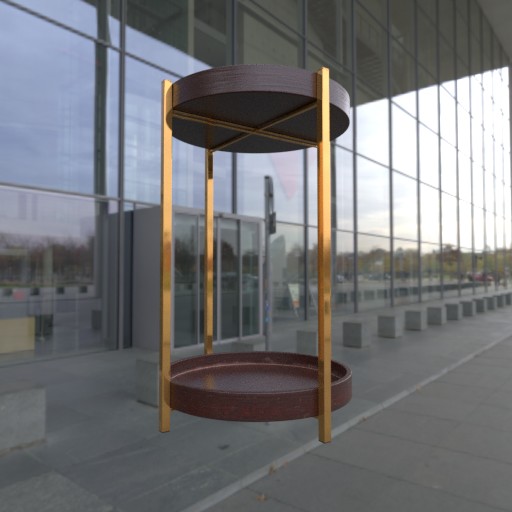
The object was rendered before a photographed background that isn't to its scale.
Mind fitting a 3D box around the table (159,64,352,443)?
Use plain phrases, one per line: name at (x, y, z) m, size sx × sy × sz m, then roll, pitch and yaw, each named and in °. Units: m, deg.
table at (0.000, 0.000, 0.883) m, size 0.400 × 0.610 × 0.400 m, roll 1°, pitch -3°, yaw -35°
